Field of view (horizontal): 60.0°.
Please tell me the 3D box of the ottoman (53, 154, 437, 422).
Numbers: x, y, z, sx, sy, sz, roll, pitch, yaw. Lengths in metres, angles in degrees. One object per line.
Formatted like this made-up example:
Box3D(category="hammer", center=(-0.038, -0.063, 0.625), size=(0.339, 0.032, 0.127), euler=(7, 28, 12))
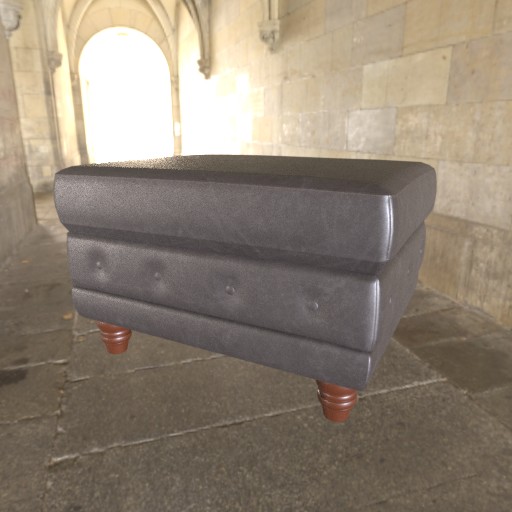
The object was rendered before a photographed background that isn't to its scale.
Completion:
Box3D(category="ottoman", center=(0.000, 0.000, 1.161), size=(0.795, 0.498, 0.590), euler=(8, 18, 26))
